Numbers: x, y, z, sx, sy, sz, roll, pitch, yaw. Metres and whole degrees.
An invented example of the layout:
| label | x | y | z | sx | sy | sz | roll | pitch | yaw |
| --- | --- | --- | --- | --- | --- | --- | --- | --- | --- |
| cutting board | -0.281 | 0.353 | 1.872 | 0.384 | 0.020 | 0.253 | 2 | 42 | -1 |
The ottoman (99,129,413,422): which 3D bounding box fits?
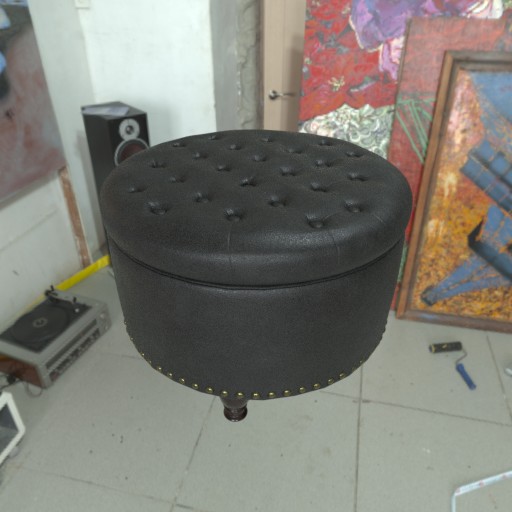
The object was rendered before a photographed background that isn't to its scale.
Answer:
| label | x | y | z | sx | sy | sz | roll | pitch | yaw |
| --- | --- | --- | --- | --- | --- | --- | --- | --- | --- |
| ottoman | 0.000 | 0.000 | 1.034 | 0.637 | 0.442 | 0.637 | 0 | 32 | 0 |
